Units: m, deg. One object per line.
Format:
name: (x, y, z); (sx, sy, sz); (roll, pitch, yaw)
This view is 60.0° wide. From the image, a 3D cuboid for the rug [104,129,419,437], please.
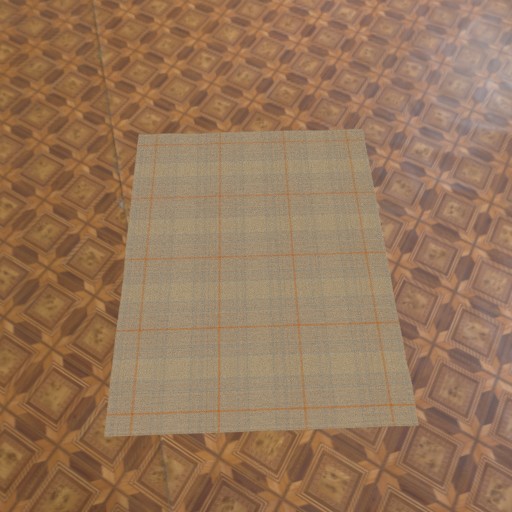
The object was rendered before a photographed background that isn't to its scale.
rug: (0.000, 0.000, 4.125); (2.448, 0.021, 3.051); (-2, 63, -1)
